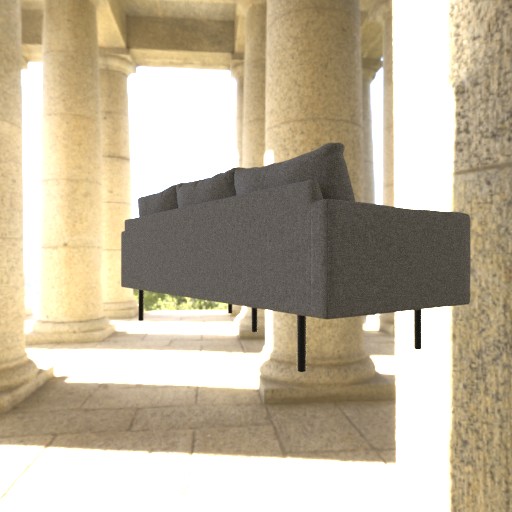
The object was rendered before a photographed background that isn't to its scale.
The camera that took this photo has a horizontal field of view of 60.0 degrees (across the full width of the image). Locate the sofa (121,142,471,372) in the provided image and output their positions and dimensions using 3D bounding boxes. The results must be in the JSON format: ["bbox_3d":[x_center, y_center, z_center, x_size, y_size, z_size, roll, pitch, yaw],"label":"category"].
[{"bbox_3d":[0.000,0.000,2.430,0.850,0.830,2.000,0,0,-35],"label":"sofa"}]
